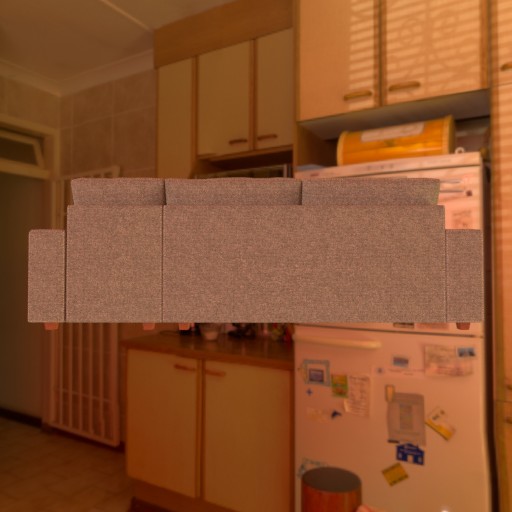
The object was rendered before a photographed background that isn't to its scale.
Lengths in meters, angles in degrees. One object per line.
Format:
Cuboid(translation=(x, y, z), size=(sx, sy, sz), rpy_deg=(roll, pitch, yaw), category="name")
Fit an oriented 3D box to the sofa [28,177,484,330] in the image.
Cuboid(translation=(0.000, 0.000, 3.482), size=(2.718, 0.940, 1.689), rpy_deg=(0, -1, 0), category="sofa")
